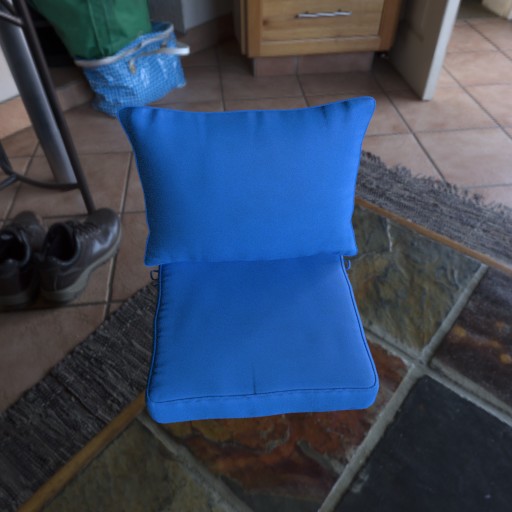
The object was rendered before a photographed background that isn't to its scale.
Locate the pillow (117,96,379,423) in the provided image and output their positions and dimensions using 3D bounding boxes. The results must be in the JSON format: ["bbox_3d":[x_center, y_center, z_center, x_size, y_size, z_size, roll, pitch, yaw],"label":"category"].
[{"bbox_3d":[0.000,0.000,1.358,0.798,0.725,0.733,-3,46,-3],"label":"pillow"}]
